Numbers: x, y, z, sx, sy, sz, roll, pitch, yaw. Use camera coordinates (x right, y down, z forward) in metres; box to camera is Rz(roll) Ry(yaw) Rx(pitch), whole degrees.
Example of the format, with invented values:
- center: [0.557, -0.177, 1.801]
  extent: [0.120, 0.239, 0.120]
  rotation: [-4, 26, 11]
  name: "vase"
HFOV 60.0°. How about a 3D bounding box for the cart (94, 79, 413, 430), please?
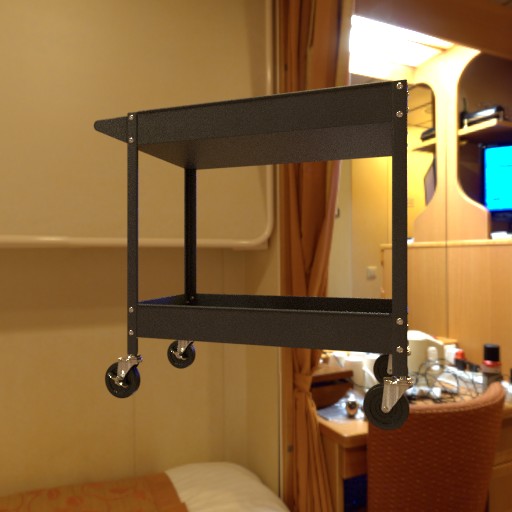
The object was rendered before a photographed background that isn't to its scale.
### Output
- center: [0.000, 0.000, 1.173]
  extent: [0.779, 0.719, 0.366]
  rotation: [0, 0, 19]
  name: "cart"
